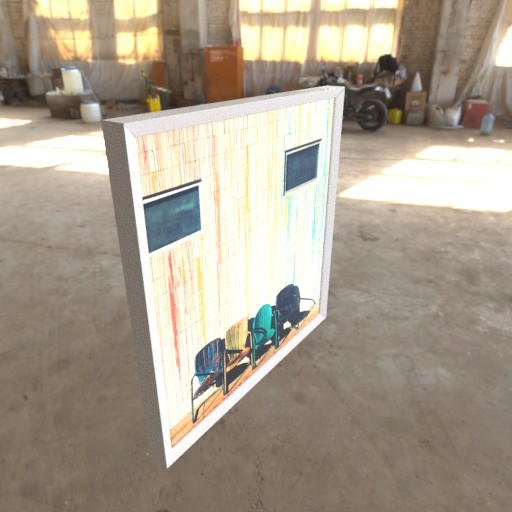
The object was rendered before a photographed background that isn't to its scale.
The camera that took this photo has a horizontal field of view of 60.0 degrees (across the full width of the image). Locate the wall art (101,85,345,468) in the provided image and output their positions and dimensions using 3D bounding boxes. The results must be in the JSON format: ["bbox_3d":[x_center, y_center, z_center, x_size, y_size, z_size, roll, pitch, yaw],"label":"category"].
[{"bbox_3d":[0.000,0.000,0.755,0.037,0.508,0.508,18,31,32],"label":"wall art"}]
